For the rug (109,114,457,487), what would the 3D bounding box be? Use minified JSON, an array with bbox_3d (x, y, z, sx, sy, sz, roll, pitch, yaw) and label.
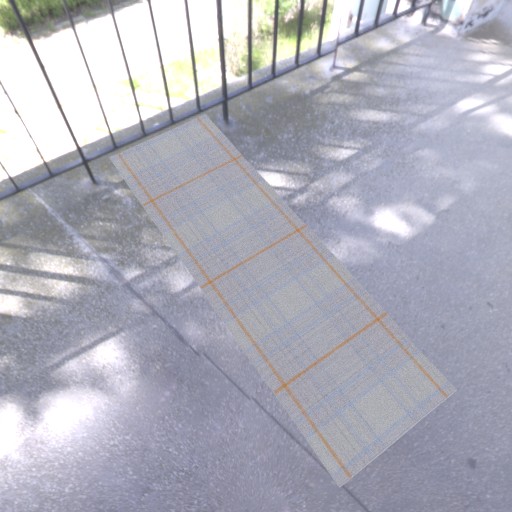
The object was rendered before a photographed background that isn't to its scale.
[{"bbox_3d":[0.000,0.000,2.633,0.770,0.016,2.442,-30,63,-17],"label":"rug"}]
